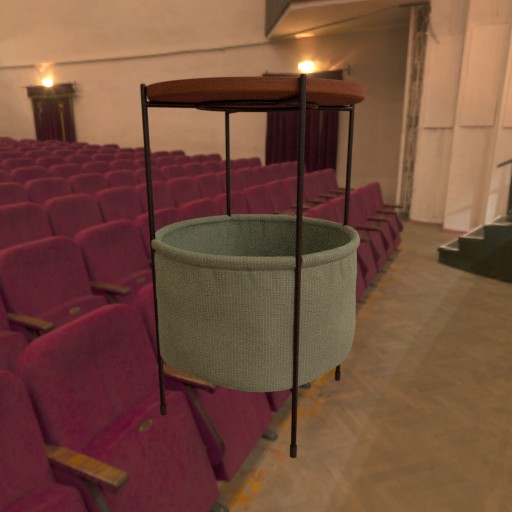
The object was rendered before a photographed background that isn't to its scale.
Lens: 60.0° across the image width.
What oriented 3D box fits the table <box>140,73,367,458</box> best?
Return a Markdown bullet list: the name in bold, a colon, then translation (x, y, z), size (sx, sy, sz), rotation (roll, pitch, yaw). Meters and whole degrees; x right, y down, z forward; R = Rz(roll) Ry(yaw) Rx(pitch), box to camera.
- **table**: translation (0.000, 0.000, 0.874), size (0.400, 0.623, 0.400), rotation (7, 17, 25)
